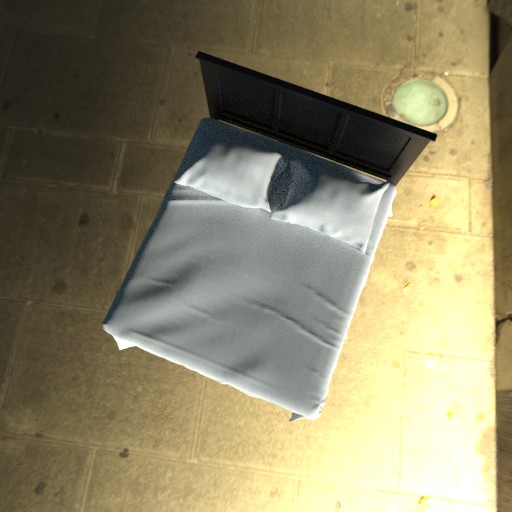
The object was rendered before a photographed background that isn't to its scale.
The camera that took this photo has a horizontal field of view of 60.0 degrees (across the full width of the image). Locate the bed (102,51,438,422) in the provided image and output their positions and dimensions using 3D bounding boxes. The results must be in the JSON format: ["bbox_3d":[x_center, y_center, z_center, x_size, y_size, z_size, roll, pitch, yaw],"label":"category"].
[{"bbox_3d":[0.000,0.000,3.253,1.870,1.270,2.050,21,77,5],"label":"bed"}]
